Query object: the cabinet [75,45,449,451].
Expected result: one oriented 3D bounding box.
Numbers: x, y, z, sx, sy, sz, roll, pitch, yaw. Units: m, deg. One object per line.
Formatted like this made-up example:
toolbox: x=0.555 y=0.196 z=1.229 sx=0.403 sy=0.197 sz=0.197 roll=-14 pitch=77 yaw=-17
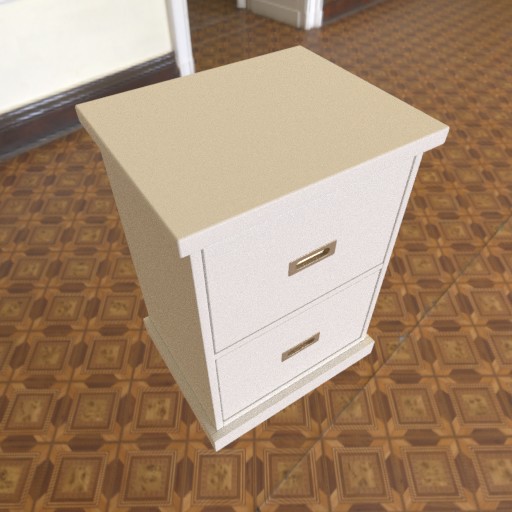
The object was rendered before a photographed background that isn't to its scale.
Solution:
cabinet: x=0.000 y=0.000 z=1.050 sx=0.520 sy=0.723 sz=0.431 roll=-25 pitch=51 yaw=-22
